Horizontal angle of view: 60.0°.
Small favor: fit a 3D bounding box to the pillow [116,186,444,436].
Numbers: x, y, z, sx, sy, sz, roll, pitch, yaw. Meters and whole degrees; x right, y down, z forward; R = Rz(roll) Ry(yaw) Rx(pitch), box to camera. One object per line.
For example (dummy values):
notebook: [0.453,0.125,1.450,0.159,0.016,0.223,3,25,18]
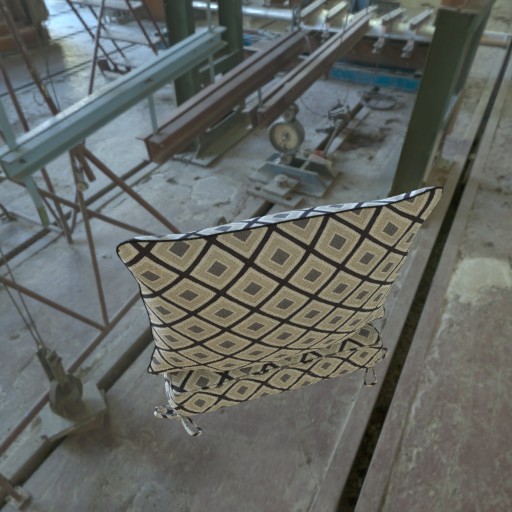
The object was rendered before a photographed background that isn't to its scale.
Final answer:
pillow: [0.000,0.000,1.402,0.798,0.722,0.733,-11,42,-13]
